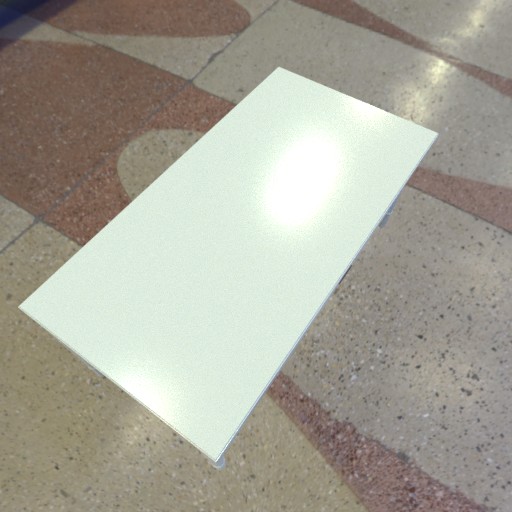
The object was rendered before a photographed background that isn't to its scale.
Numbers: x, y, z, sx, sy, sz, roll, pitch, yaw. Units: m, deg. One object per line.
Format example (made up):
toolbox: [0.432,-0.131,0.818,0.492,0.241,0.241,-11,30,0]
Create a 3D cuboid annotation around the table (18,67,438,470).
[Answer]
table: [0.000,0.000,1.332,0.559,0.457,1.067,30,62,18]
